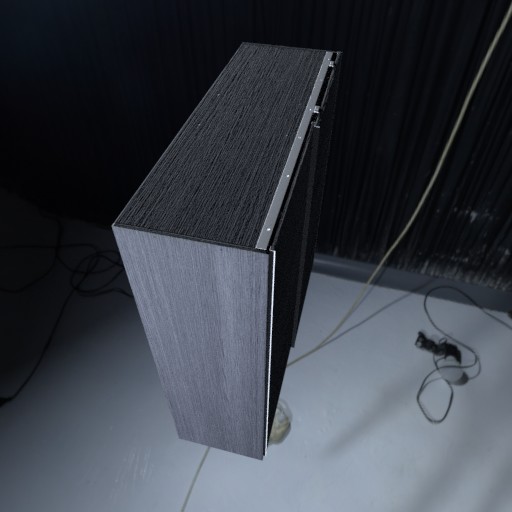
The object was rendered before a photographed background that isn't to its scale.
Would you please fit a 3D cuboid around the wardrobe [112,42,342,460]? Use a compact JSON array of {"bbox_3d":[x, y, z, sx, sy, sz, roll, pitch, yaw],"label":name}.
[{"bbox_3d":[0.000,0.000,2.858,0.629,1.960,1.780,10,47,10],"label":"wardrobe"}]
